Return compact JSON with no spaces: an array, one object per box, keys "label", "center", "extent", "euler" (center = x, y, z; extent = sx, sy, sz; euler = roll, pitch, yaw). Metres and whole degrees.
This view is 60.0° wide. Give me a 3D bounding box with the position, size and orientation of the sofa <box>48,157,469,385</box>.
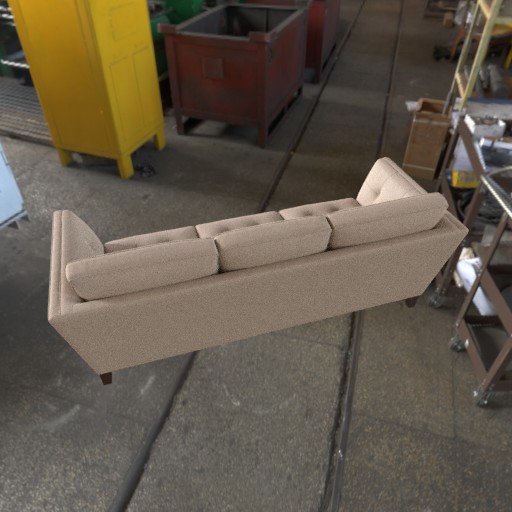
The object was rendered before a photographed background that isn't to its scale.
[{"label":"sofa","center":[0.000,0.000,2.921],"extent":[2.388,0.940,0.965],"euler":[-12,42,-13]}]
